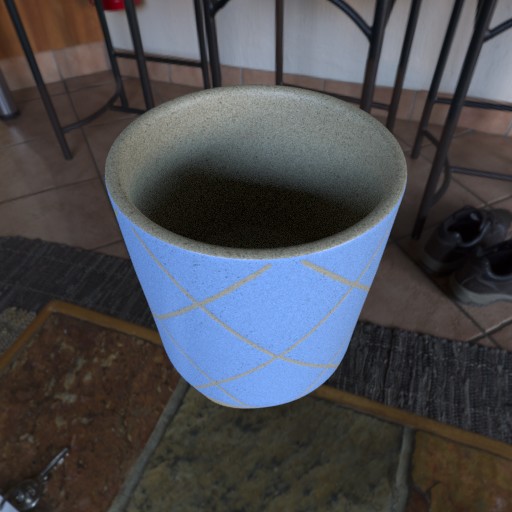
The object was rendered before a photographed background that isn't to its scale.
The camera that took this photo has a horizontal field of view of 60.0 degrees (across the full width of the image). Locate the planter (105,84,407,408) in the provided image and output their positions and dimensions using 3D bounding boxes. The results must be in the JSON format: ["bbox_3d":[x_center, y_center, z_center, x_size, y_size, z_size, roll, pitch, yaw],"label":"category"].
[{"bbox_3d":[0.000,0.000,0.425,0.227,0.235,0.227,0,47,0],"label":"planter"}]
